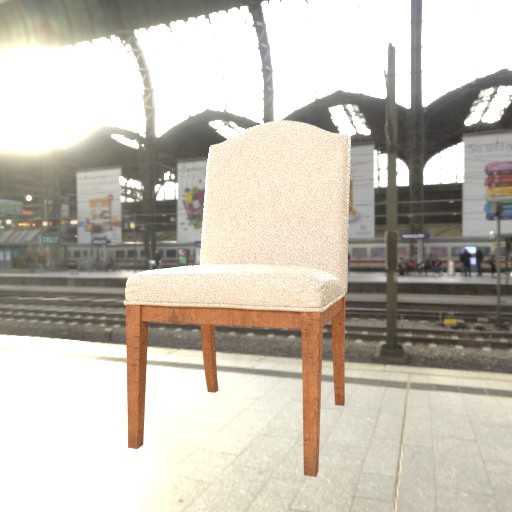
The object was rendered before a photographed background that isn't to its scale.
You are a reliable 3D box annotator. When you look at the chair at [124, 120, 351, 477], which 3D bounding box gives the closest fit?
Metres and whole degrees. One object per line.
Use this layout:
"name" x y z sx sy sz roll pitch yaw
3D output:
"chair" 0.000 0.000 1.397 0.534 1.012 0.648 0 0 18
